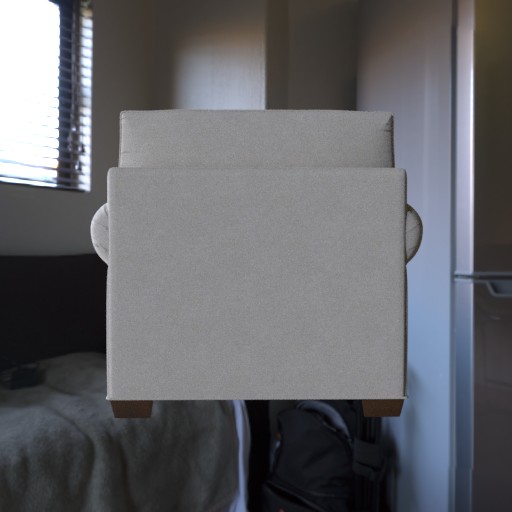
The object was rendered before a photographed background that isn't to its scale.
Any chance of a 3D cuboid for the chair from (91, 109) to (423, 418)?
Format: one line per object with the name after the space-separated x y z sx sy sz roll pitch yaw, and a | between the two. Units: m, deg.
0.000 0.000 1.722 1.040 0.955 0.863 0 1 -1 | chair
